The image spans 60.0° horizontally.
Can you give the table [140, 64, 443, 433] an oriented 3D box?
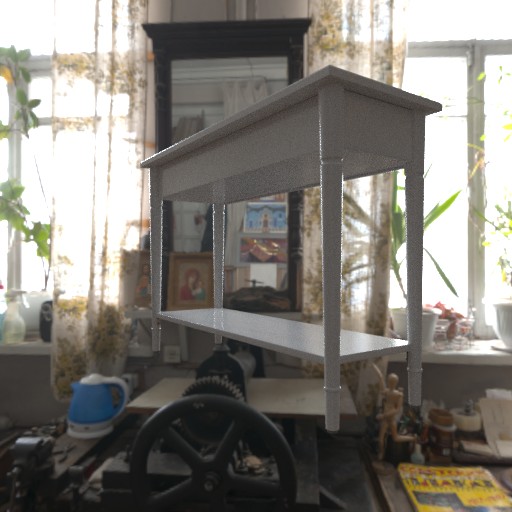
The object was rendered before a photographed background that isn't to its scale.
[{"bbox_3d":[0.000,0.000,1.418,0.381,0.749,1.067,0,-1,-34],"label":"table"}]
